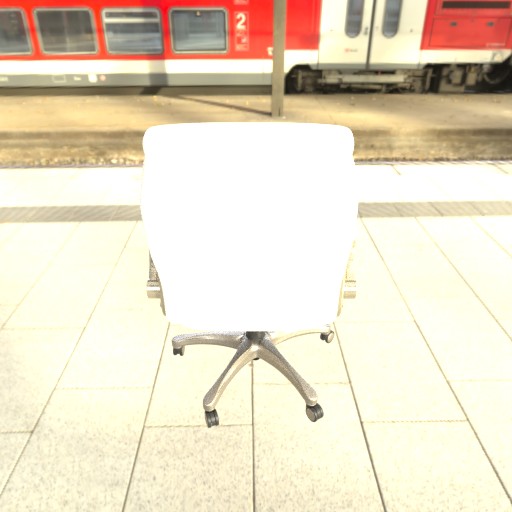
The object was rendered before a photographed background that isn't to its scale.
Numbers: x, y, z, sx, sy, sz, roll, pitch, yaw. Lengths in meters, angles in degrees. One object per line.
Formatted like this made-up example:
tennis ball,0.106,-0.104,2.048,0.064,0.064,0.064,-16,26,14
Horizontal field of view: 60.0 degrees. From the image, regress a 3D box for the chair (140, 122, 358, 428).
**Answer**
chair,0.000,0.000,1.619,0.740,1.110,0.794,-2,30,-3
